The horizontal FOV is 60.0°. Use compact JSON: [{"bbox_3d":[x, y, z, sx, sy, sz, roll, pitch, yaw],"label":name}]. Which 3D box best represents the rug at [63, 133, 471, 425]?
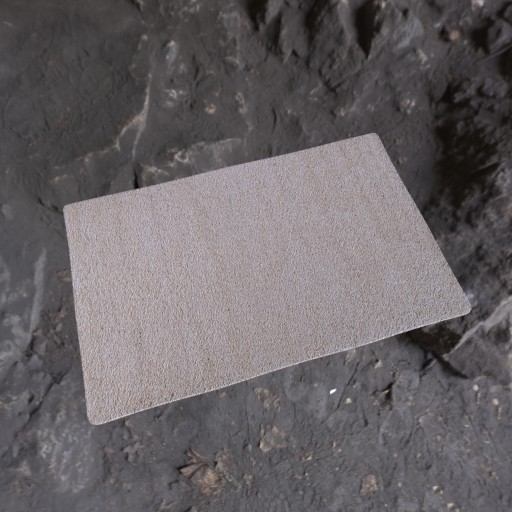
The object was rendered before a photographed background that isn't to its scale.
[{"bbox_3d":[0.000,0.000,2.899,2.349,0.026,1.500,-15,64,-7],"label":"rug"}]
